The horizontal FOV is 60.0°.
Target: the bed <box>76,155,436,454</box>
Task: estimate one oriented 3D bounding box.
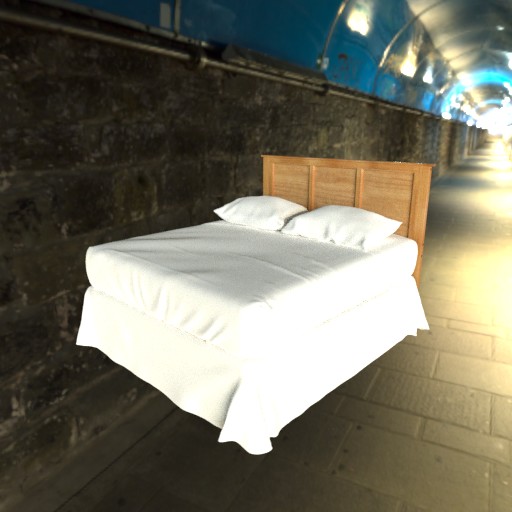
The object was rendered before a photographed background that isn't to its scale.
[{"bbox_3d":[0.000,0.000,3.182,1.870,1.273,2.035,15,22,41],"label":"bed"}]
